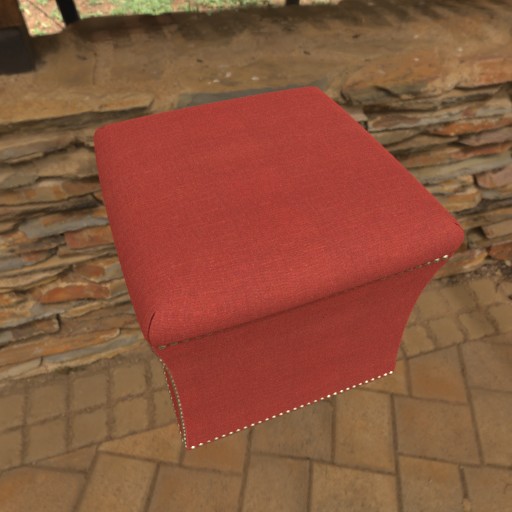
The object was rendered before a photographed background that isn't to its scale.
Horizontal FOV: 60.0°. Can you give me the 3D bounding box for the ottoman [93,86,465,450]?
[{"bbox_3d":[0.000,0.000,0.887,0.497,0.475,0.507,-16,49,-14],"label":"ottoman"}]
